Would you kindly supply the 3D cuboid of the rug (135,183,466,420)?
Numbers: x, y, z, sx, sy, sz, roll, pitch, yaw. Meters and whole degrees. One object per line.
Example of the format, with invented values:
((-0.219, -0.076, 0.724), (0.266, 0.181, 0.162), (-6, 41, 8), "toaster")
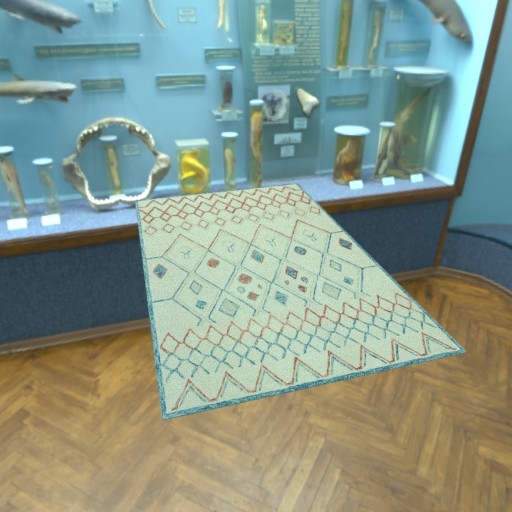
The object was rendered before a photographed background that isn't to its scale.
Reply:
((0.000, 0.000, 3.077), (1.524, 0.015, 2.438), (-8, 31, -14), "rug")
